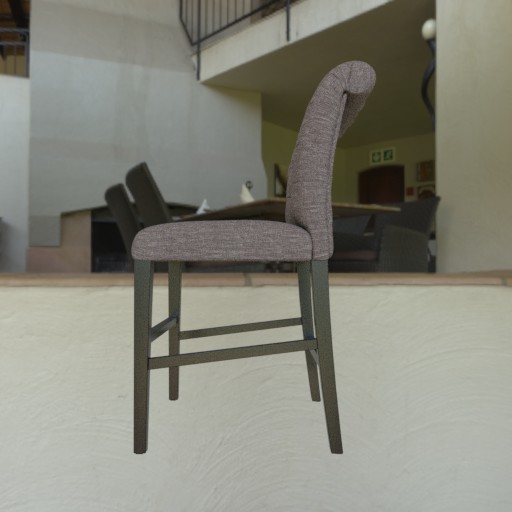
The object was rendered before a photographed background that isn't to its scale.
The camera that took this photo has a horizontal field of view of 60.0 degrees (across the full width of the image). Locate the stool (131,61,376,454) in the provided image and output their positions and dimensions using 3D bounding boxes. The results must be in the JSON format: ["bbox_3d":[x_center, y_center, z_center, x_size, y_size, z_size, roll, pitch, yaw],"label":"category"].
[{"bbox_3d":[0.000,0.000,1.297,0.611,0.970,0.457,0,-1,1],"label":"stool"}]
